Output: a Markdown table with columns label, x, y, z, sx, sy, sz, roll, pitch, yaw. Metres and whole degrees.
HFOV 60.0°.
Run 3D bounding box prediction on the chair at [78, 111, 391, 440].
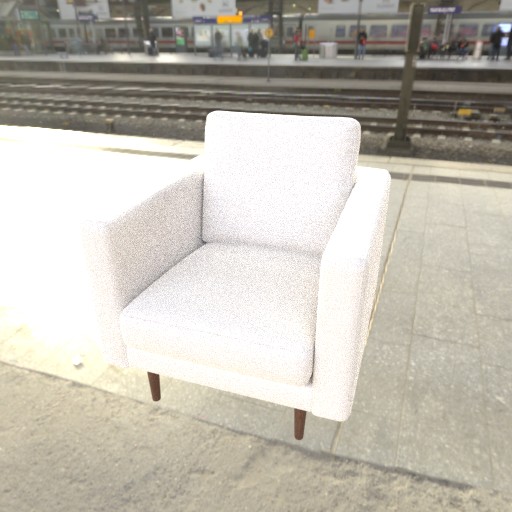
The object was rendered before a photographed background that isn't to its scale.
| label | x | y | z | sx | sy | sz | roll | pitch | yaw |
| --- | --- | --- | --- | --- | --- | --- | --- | --- | --- |
| chair | 0.000 | 0.000 | 1.582 | 0.831 | 0.899 | 0.879 | 9 | 27 | 17 |
